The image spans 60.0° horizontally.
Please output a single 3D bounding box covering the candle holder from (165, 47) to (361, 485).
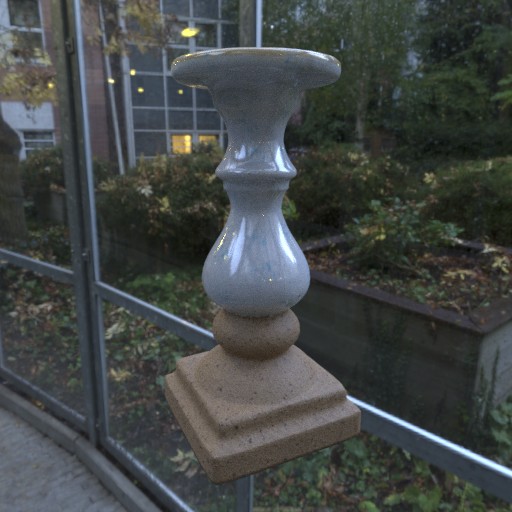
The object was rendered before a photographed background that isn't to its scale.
[{"bbox_3d":[0.000,0.000,0.297,0.110,0.239,0.110,-7,15,-26],"label":"candle holder"}]
